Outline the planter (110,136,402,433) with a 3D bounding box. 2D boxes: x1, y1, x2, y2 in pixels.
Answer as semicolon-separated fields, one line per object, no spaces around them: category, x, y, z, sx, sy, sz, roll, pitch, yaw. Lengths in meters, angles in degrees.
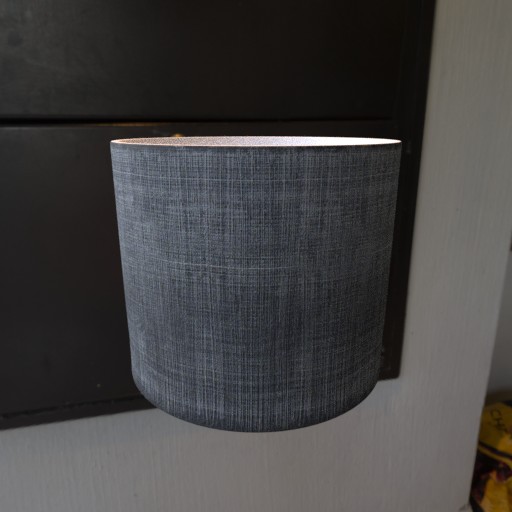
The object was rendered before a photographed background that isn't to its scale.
planter;0.000;0.000;0.436;0.254;0.221;0.254;0;16;0
